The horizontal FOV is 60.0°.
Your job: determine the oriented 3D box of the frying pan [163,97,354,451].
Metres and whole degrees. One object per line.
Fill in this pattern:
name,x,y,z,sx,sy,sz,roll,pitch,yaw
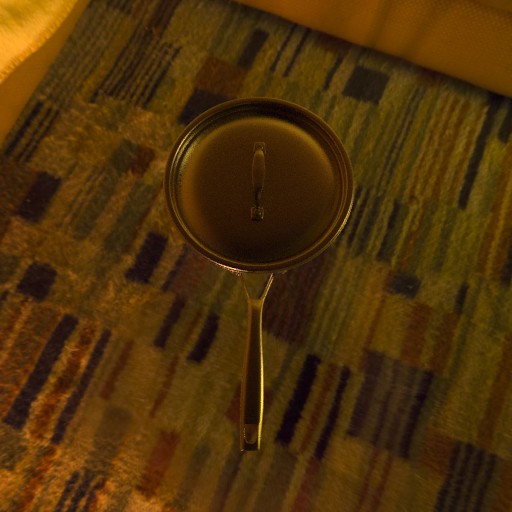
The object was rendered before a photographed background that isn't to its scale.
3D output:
frying pan,0.000,0.000,0.612,0.272,0.086,0.490,2,75,1
